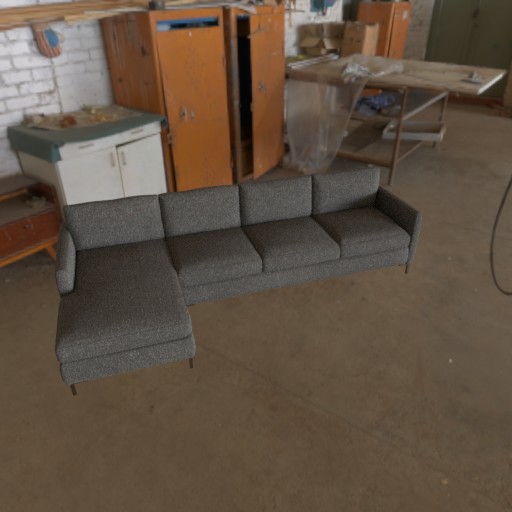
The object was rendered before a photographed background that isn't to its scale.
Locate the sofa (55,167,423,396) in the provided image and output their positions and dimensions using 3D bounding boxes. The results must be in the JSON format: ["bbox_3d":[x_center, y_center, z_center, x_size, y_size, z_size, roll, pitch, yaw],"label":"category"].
[{"bbox_3d":[0.000,0.000,3.500,2.932,0.810,1.350,-10,32,-16],"label":"sofa"}]
